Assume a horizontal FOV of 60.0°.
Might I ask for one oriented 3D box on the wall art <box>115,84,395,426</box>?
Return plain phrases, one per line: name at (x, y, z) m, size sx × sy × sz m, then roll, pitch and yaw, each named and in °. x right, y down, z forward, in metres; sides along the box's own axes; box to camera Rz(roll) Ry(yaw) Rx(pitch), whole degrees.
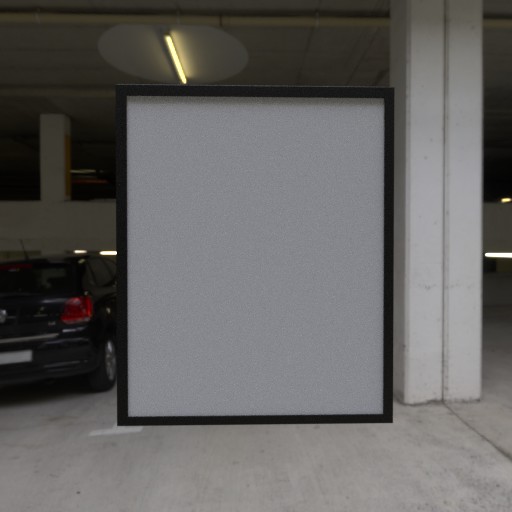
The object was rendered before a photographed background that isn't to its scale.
wall art at (0.000, 0.000, 0.528) m, size 0.325 × 0.397 × 0.018 m, roll 0°, pitch 1°, yaw -2°
